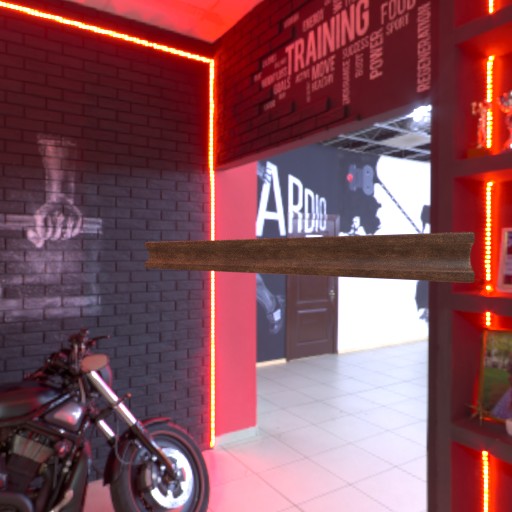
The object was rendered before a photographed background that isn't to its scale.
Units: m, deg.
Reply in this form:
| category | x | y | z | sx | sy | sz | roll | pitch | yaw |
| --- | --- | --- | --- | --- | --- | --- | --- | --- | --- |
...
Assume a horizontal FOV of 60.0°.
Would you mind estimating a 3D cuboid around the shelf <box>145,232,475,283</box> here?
| category | x | y | z | sx | sy | sz | roll | pitch | yaw |
| --- | --- | --- | --- | --- | --- | --- | --- | --- | --- |
| shelf | 0.000 | 0.000 | 0.449 | 0.296 | 0.035 | 0.296 | 0 | 0 | 0 |
